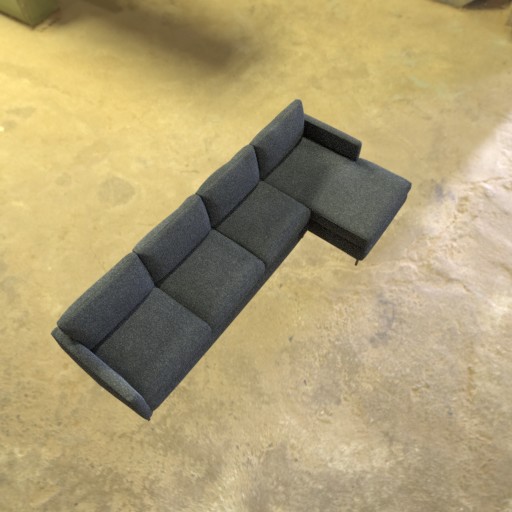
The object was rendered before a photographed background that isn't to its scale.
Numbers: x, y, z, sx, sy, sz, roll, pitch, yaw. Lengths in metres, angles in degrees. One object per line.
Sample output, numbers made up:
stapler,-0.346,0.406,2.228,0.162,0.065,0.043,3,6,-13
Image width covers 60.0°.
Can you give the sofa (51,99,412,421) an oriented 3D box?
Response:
sofa,0.000,0.000,3.559,1.350,0.810,2.932,33,64,19
